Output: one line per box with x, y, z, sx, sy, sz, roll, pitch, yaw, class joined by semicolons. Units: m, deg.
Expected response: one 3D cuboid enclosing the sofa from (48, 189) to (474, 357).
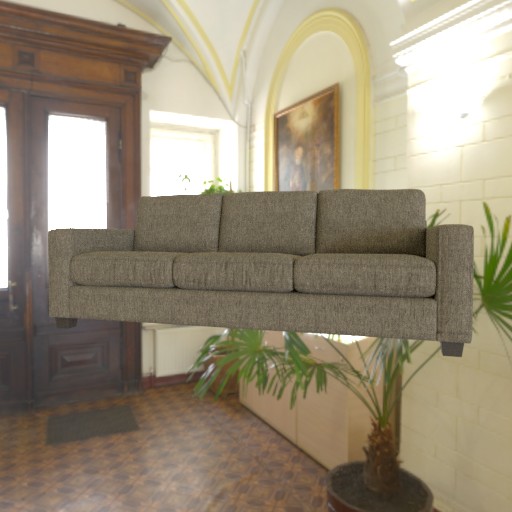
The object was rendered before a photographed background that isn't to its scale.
0.000;0.000;2.559;2.160;0.800;0.900;1;2;17;sofa
